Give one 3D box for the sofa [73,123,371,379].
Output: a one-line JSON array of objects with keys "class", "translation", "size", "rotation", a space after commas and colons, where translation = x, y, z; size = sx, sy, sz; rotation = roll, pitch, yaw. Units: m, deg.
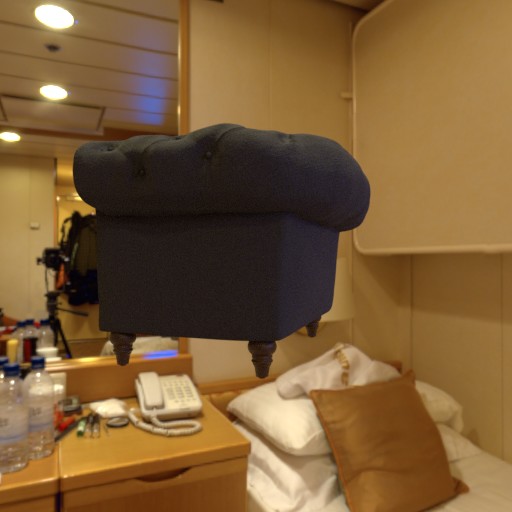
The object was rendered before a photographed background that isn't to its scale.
[{"class": "sofa", "translation": [0.000, 0.000, 2.058], "size": [1.032, 0.878, 1.405], "rotation": [0, -1, 19]}]
